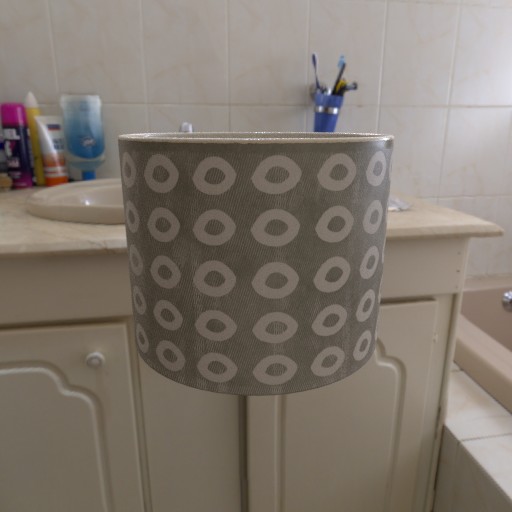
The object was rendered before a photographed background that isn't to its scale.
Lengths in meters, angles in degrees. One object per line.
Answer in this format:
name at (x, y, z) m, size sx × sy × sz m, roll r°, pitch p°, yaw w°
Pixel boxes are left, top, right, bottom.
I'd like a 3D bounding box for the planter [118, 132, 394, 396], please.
planter at (0.000, 0.000, 0.343) m, size 0.190 × 0.181 × 0.190 m, roll 0°, pitch 17°, yaw 0°
